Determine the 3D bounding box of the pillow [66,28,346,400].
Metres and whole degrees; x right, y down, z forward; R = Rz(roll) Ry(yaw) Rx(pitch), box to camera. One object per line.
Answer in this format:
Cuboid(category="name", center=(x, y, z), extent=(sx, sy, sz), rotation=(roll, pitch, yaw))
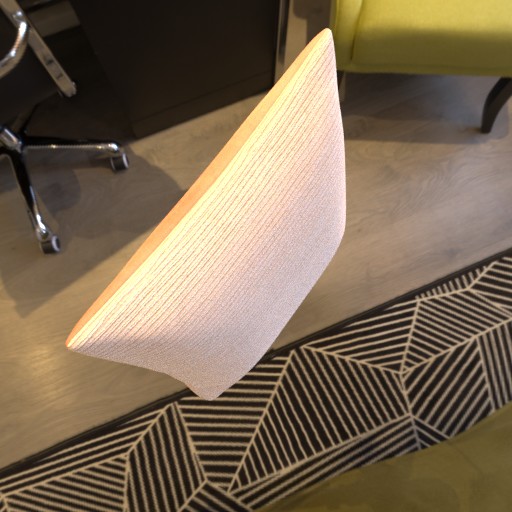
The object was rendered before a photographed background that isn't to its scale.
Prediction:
Cuboid(category="pillow", center=(0.000, 0.000, 0.622), extent=(0.177, 0.401, 0.424), rotation=(35, 78, 9))
